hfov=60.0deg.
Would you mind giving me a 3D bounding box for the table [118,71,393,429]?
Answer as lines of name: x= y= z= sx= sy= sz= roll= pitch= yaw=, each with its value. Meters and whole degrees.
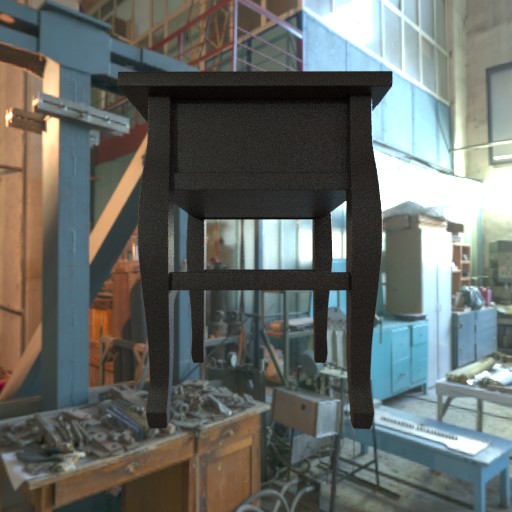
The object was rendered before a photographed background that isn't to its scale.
table: x=0.000 y=0.000 z=1.032 sx=0.460 sy=0.605 sz=0.602 roll=0 pitch=-1 yaw=0
